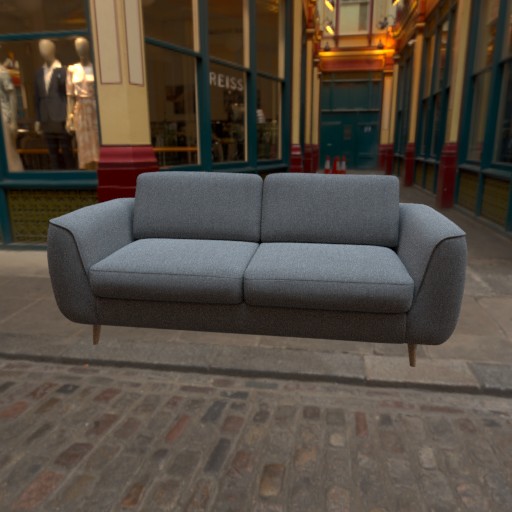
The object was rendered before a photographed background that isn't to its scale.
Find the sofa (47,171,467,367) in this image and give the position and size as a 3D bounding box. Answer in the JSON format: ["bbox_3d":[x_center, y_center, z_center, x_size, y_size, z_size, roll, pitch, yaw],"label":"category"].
[{"bbox_3d":[0.000,0.000,2.445,2.000,0.870,0.920,2,15,8],"label":"sofa"}]
